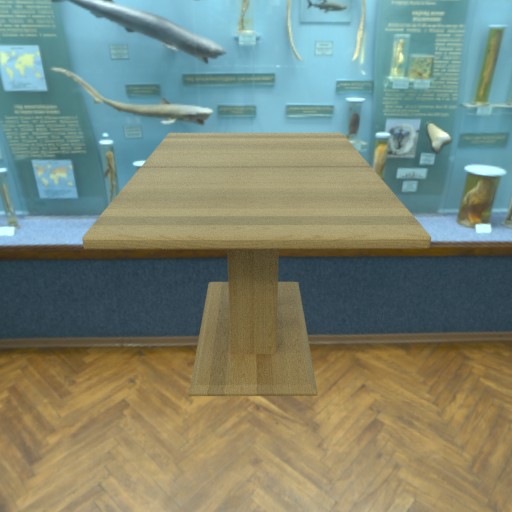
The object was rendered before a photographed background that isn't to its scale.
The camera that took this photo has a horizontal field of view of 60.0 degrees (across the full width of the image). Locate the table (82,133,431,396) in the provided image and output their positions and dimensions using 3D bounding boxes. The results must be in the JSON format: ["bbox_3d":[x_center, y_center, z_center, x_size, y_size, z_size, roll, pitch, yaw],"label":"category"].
[{"bbox_3d":[0.000,0.000,1.883,0.900,0.770,1.300,0,27,0],"label":"table"}]
